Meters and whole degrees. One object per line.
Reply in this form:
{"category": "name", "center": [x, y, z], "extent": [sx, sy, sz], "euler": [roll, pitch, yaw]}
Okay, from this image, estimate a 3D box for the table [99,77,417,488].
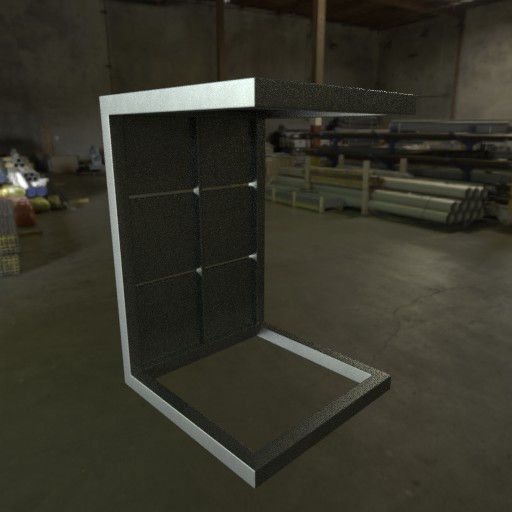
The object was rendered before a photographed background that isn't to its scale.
{"category": "table", "center": [0.000, 0.000, 0.892], "extent": [0.405, 0.609, 0.420], "euler": [-15, 21, -42]}
